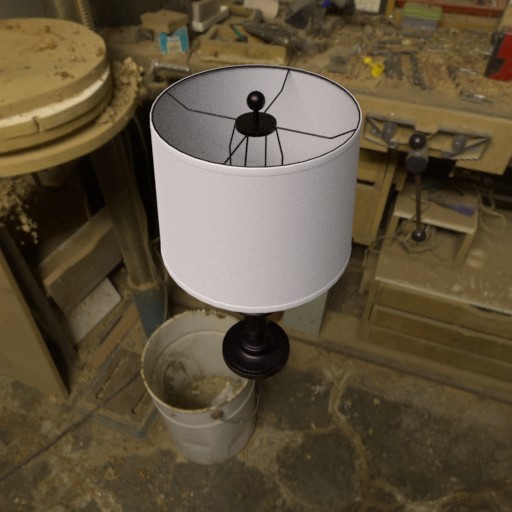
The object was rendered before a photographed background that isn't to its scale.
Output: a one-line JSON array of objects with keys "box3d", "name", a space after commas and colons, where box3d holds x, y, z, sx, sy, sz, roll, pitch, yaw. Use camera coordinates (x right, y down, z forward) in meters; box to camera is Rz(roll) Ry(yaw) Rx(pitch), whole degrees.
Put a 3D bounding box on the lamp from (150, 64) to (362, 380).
[{"box3d": [0.000, 0.000, 0.943, 0.383, 0.726, 0.383, 0, 46, 0], "name": "lamp"}]
